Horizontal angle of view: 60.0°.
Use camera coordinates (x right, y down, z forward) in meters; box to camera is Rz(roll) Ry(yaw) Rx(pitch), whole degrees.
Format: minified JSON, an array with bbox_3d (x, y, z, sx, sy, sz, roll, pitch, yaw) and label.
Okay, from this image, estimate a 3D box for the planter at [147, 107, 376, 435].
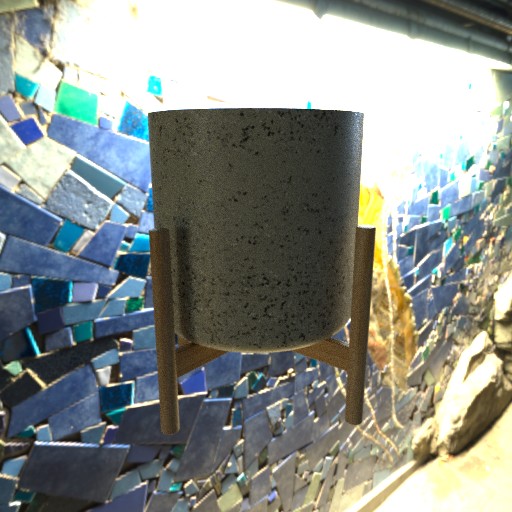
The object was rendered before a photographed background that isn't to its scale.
[{"bbox_3d":[0.000,0.000,0.688,0.360,0.419,0.360,-8,17,-26],"label":"planter"}]
